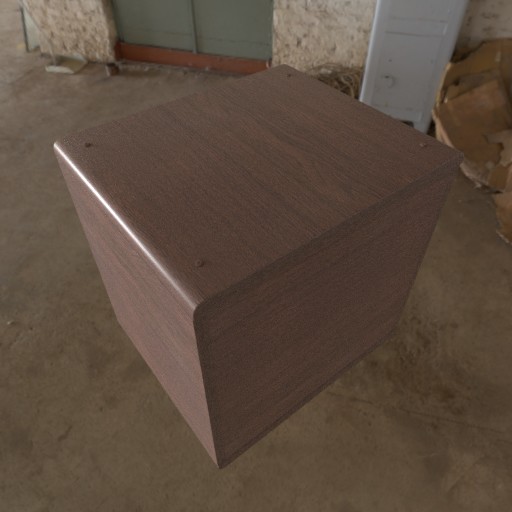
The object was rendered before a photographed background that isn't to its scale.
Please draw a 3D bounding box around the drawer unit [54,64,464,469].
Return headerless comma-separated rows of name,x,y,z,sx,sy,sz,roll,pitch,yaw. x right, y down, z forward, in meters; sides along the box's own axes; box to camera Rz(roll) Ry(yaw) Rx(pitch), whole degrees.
drawer unit,0.000,0.000,0.599,0.344,0.344,0.290,-29,52,-25
